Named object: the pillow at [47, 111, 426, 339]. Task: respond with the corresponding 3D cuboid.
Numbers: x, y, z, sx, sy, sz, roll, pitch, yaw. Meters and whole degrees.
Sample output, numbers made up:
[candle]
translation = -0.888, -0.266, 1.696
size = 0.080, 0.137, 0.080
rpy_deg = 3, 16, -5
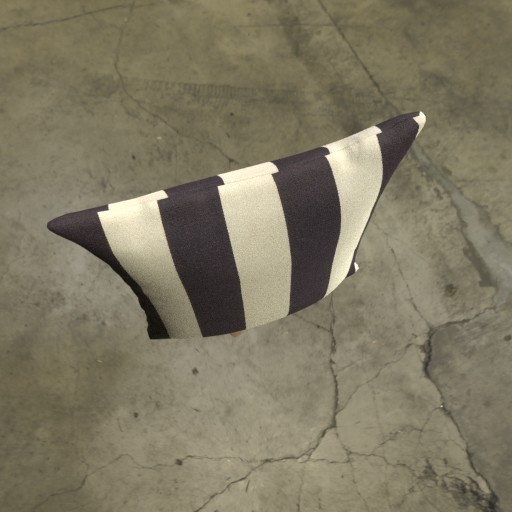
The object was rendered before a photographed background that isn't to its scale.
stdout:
[pillow]
translation = 0.000, 0.000, 0.808
size = 0.536, 0.526, 0.189
rpy_deg = -19, 66, -9
